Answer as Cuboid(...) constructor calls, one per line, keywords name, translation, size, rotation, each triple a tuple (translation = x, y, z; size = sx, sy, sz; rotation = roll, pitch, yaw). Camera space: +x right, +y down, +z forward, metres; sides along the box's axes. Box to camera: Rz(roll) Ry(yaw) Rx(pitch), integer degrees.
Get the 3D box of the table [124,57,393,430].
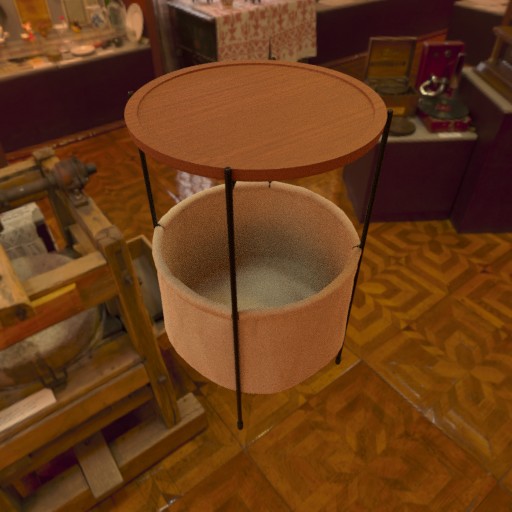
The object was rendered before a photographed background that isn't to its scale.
Cuboid(name="table", translation=(0.000, 0.000, 0.871), size=(0.393, 0.623, 0.393), rotation=(-25, 48, -26))
